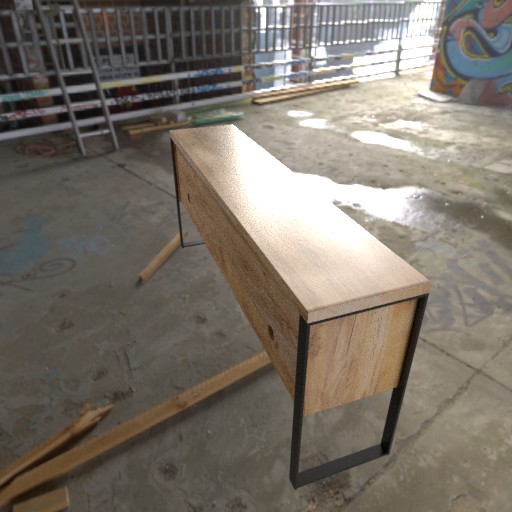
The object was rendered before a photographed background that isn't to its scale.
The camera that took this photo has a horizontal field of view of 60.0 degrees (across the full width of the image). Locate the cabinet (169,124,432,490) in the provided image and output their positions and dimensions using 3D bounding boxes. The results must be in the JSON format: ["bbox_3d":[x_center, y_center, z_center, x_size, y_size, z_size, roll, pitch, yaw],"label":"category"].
[{"bbox_3d":[0.000,0.000,2.093,0.395,0.762,1.800,-11,33,-18],"label":"cabinet"}]
